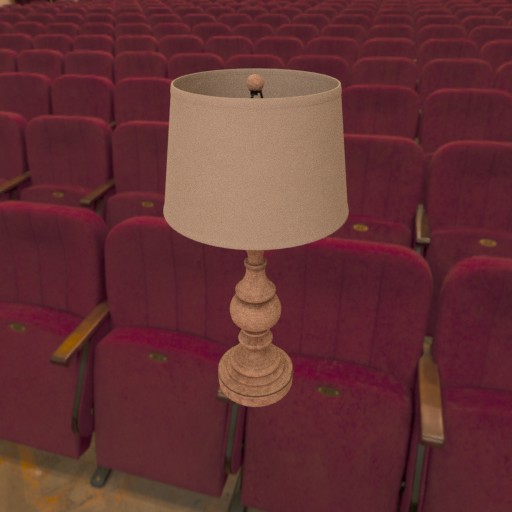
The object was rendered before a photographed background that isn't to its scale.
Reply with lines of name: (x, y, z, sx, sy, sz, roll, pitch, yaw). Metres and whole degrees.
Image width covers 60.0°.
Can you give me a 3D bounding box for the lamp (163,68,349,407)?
lamp: (0.000, 0.000, 0.884, 0.340, 0.678, 0.340, 0, 31, 0)
